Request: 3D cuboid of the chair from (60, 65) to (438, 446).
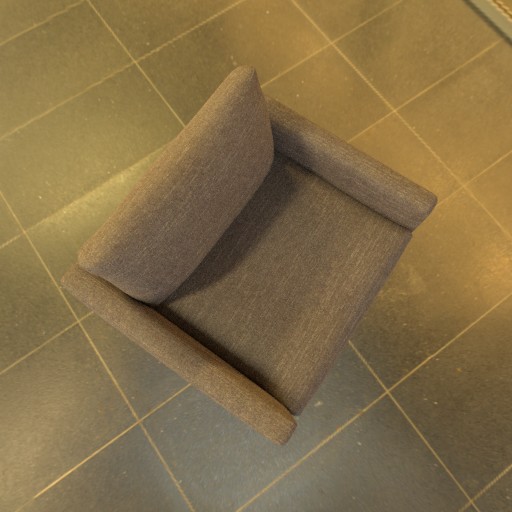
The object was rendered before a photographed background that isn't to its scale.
[{"bbox_3d":[0.000,0.000,1.560,0.845,0.841,0.940,34,77,9],"label":"chair"}]
